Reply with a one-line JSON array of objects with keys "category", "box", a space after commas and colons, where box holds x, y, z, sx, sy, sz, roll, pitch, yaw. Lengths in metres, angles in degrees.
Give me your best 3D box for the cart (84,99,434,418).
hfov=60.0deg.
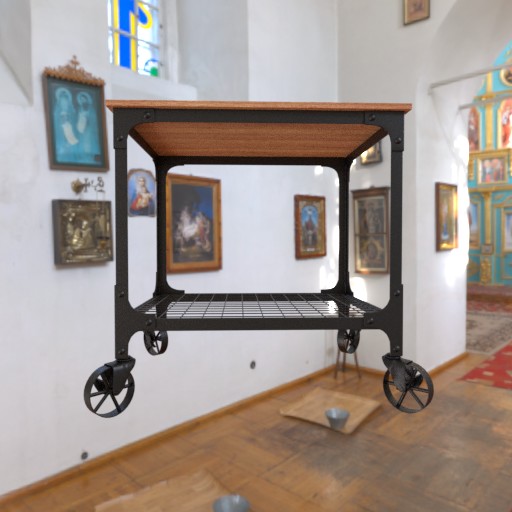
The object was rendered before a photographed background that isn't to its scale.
[{"category": "cart", "box": [0.000, 0.000, 1.096, 0.666, 0.603, 0.558, 0, 1, -2]}]
